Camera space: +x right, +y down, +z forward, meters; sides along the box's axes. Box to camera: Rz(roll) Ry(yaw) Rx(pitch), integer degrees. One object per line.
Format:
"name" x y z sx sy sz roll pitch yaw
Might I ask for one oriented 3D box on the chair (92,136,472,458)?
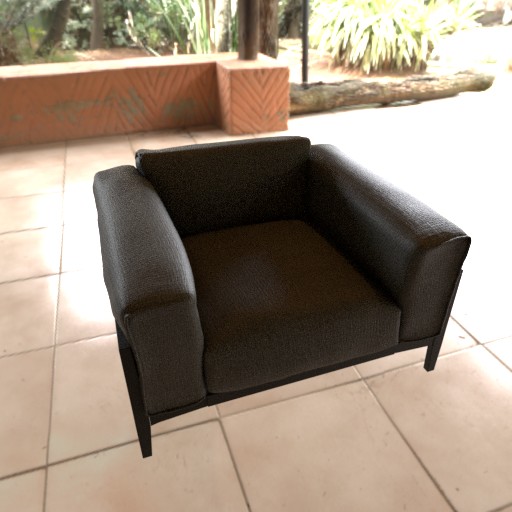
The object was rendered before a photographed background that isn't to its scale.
"chair" 0.000 0.000 1.641 1.056 0.646 0.969 -11 34 -17
